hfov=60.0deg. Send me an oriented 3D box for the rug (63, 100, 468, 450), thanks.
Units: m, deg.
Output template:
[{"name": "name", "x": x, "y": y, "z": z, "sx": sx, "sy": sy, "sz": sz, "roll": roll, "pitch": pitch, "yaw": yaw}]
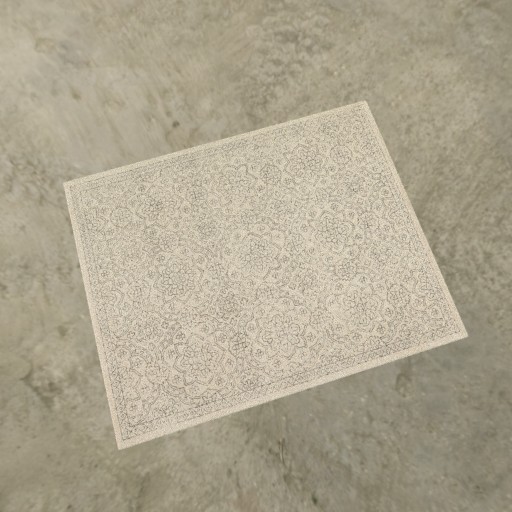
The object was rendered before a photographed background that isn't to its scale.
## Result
[{"name": "rug", "x": 0.000, "y": 0.000, "z": 3.983, "sx": 3.050, "sy": 0.015, "sz": 2.441, "roll": -17, "pitch": 75, "yaw": -5}]
